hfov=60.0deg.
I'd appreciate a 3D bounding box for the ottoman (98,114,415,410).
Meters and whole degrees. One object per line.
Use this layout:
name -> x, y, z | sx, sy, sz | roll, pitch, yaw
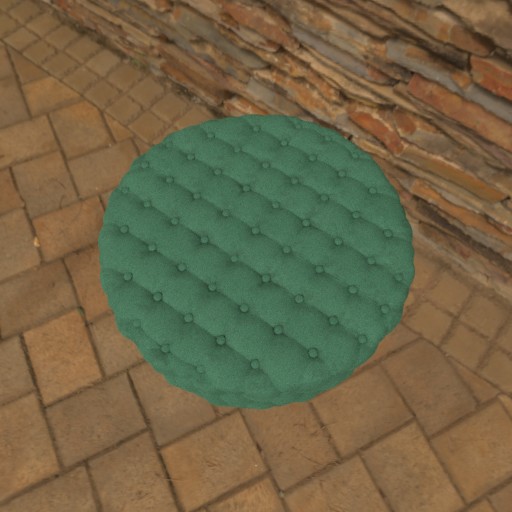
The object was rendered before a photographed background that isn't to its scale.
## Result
ottoman -> 0.000, 0.000, 1.525 | 0.998, 0.399, 0.998 | 0, 65, 0
